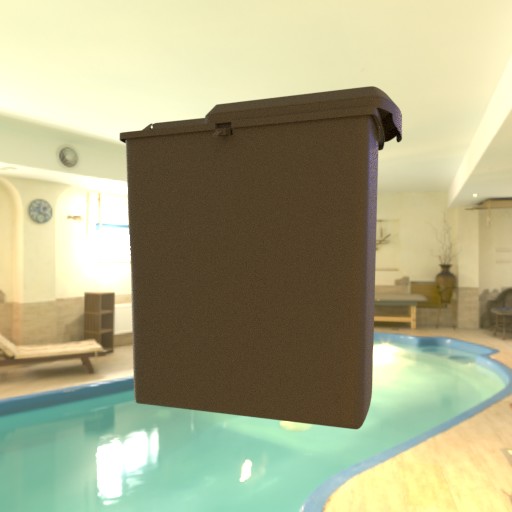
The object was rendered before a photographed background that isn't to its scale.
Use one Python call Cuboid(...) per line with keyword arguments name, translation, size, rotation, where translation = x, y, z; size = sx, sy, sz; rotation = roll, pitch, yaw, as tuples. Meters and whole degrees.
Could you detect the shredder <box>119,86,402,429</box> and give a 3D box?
Cuboid(name="shredder", translation=(0.000, 0.000, 0.511), size=(0.320, 0.335, 0.170), rotation=(0, 0, 18))
